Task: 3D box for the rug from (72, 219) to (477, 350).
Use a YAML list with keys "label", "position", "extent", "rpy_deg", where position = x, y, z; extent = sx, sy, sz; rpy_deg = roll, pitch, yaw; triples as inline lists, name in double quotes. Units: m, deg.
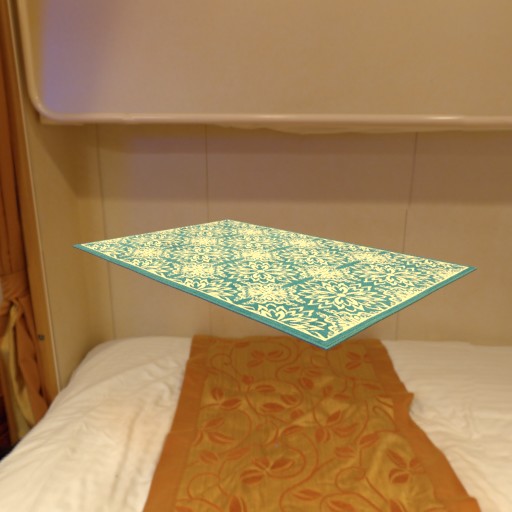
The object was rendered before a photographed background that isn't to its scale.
- label: "rug"
  position: [0.000, 0.000, 3.581]
  extent: [1.830, 0.018, 2.769]
  rpy_deg: [-14, 21, -43]
